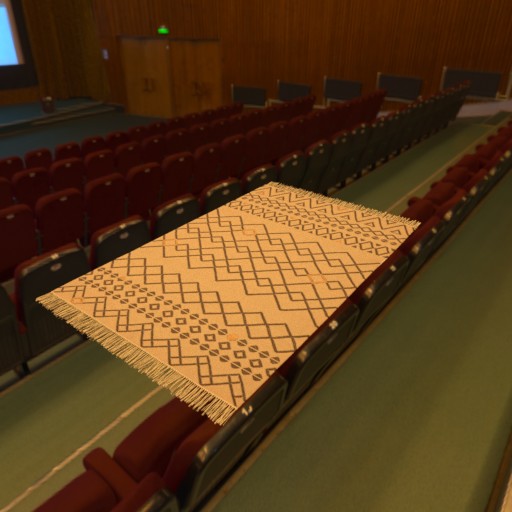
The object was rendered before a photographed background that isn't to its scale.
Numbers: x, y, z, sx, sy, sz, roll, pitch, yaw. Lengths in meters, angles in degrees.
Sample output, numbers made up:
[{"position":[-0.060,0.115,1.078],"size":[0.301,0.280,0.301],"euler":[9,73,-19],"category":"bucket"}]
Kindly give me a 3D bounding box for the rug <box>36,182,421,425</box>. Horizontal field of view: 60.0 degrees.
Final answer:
[{"position":[0.000,0.000,2.553],"size":[1.224,0.028,2.023],"euler":[21,37,32],"category":"rug"}]
